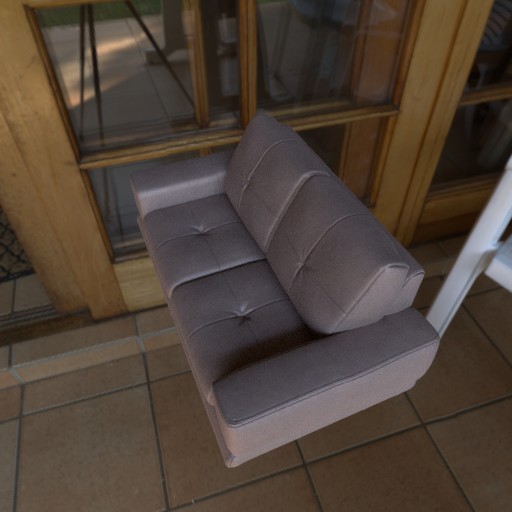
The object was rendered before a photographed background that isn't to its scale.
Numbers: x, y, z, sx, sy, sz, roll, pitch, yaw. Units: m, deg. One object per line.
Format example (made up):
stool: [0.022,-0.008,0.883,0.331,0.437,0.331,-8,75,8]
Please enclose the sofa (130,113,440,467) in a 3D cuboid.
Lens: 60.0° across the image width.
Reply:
sofa: [0.000,0.000,2.394,1.018,0.907,1.806,-17,48,-16]
